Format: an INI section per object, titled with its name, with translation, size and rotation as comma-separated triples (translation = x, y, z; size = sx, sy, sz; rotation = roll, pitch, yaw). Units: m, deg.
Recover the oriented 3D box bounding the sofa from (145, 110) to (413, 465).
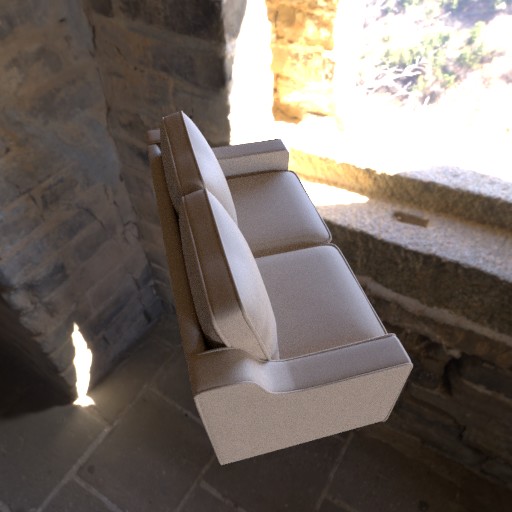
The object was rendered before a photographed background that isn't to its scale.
[sofa]
translation = 0.000, 0.000, 3.503
size = 1.351, 1.562, 2.587
rotation = -11, 47, -10
